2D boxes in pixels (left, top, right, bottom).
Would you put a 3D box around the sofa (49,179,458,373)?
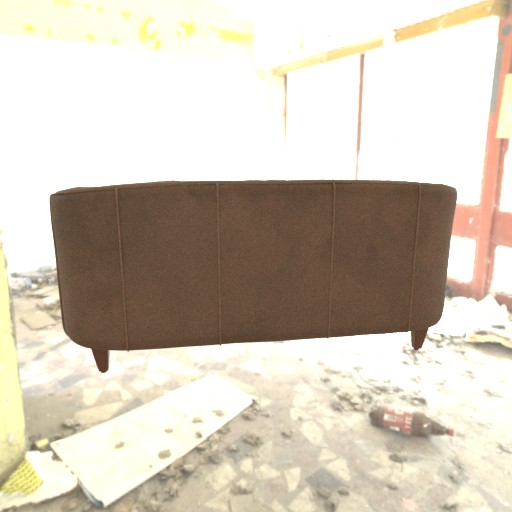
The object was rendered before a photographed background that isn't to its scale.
[{"bbox_3d":[0.000,0.000,2.210,1.767,0.799,0.917,-2,14,-9],"label":"sofa"}]
